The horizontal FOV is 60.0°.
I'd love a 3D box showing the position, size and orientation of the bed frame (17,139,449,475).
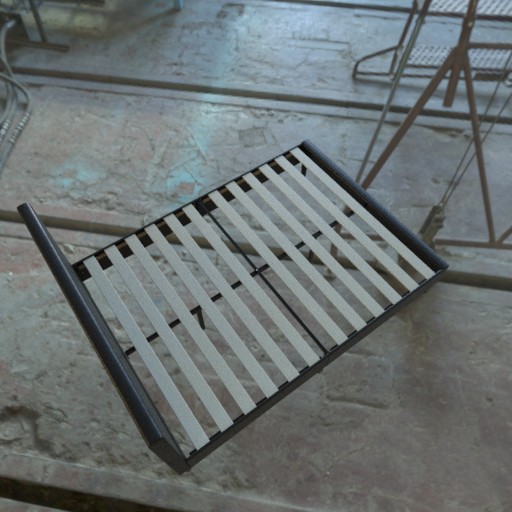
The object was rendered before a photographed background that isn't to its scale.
[{"bbox_3d":[0.000,0.000,3.089,2.318,1.127,1.634,-31,62,-18],"label":"bed frame"}]
